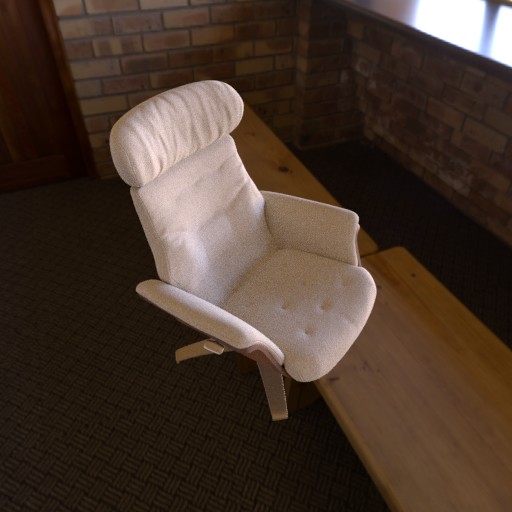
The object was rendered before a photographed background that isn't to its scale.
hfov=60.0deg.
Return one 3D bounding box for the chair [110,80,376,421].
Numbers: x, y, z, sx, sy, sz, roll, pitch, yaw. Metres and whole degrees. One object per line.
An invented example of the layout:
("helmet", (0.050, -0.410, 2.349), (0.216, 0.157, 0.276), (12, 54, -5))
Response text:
("chair", (0.000, 0.000, 1.577), (0.837, 0.995, 0.785), (25, 47, 26))
